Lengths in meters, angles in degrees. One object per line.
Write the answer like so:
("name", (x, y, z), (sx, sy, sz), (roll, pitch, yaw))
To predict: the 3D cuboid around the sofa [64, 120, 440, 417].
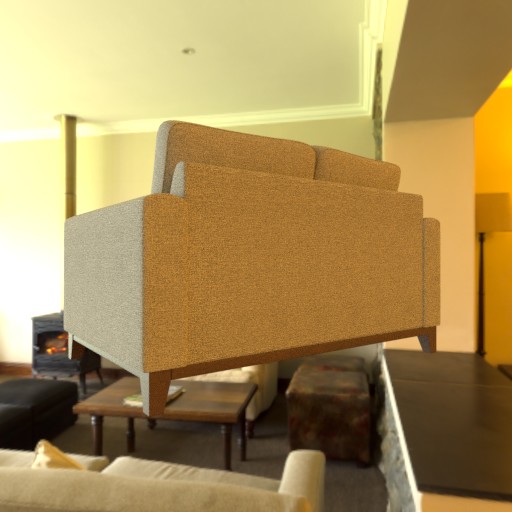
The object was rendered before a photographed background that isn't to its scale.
("sofa", (0.000, 0.000, 1.962), (1.420, 0.873, 0.917), (0, 0, -36))
